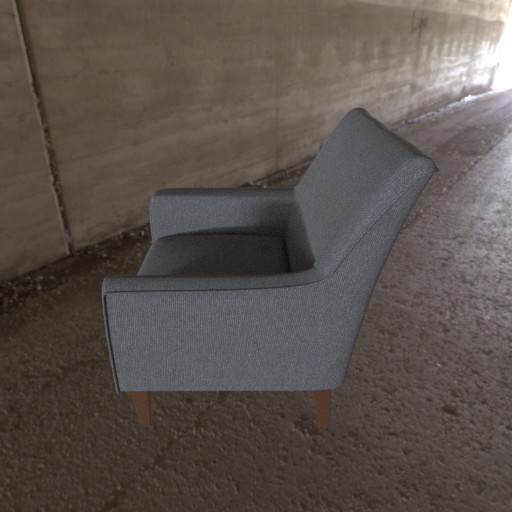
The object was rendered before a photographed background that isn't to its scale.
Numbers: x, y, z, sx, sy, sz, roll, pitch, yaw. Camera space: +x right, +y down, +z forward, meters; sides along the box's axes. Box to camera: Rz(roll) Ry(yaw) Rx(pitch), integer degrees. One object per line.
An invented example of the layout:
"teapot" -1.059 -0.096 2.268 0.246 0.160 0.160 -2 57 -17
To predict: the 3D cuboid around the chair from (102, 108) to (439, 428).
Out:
"chair" 0.000 0.000 1.599 0.899 0.919 0.780 0 27 0
